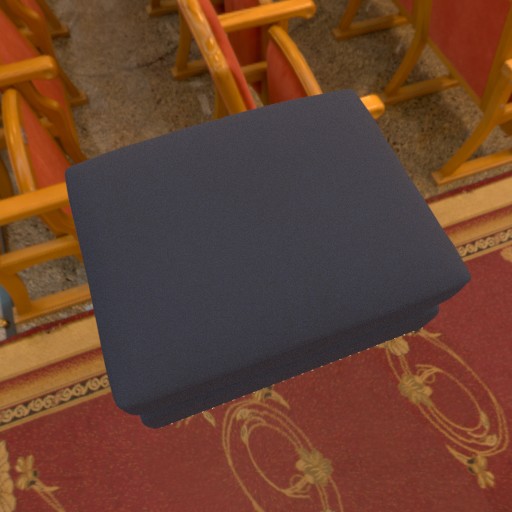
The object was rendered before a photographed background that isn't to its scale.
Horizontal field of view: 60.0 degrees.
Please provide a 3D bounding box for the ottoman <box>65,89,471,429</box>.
[{"bbox_3d":[0.000,0.000,1.110,0.741,0.513,0.584,-18,66,-9],"label":"ottoman"}]
